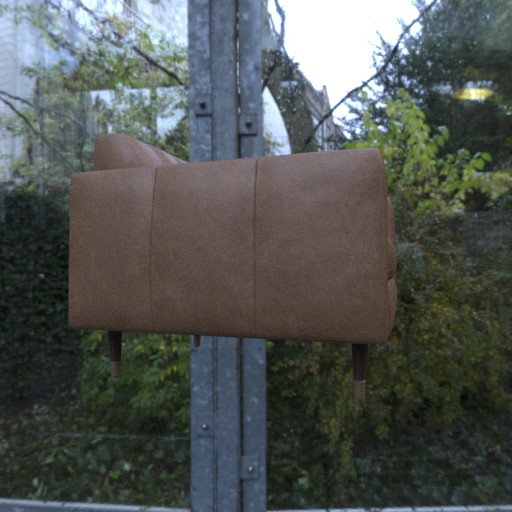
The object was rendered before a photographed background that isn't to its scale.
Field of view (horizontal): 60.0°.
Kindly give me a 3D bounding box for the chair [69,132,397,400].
[{"bbox_3d":[0.000,0.000,1.658,0.998,0.819,0.953,-1,-2,19],"label":"chair"}]
